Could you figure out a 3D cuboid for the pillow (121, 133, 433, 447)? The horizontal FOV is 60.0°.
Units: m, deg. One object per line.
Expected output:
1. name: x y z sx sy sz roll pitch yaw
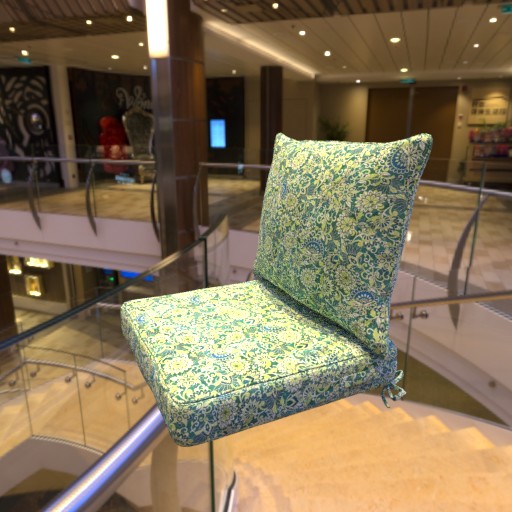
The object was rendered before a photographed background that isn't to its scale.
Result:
1. pillow: 0.000 0.000 1.350 0.740 0.722 0.798 -8 18 -25
